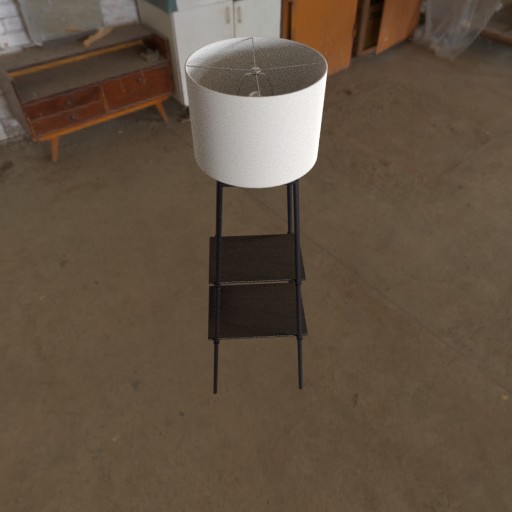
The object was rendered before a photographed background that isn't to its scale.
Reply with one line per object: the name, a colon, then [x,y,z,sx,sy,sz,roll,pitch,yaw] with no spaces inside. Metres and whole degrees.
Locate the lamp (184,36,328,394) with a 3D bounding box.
lamp: [0.000,0.000,1.702,0.427,1.474,0.384,-2,47,-2]
